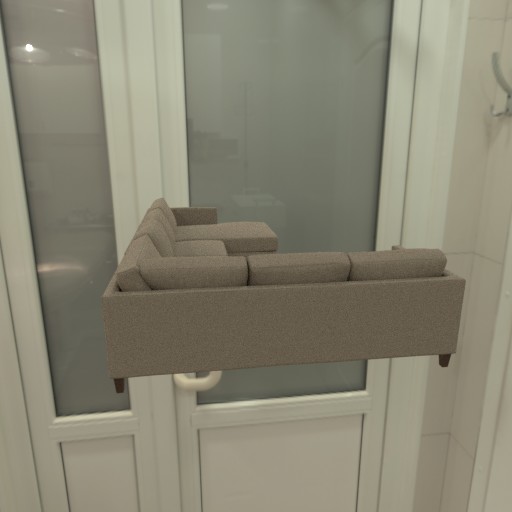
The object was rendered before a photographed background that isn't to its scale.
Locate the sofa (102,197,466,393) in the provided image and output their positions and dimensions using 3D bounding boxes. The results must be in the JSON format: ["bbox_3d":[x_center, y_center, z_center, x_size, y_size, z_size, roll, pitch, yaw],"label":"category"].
[{"bbox_3d":[0.000,0.000,4.560,2.424,0.865,3.438,-2,15,-8],"label":"sofa"}]
